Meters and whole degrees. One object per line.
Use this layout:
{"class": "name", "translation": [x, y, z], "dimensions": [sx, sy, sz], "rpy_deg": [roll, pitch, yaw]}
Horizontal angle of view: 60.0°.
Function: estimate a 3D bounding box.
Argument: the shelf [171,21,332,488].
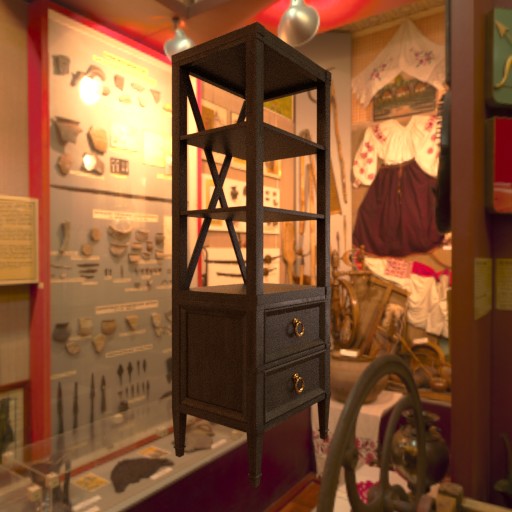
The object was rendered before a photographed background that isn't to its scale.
{"class": "shelf", "translation": [0.000, 0.000, 2.002], "dimensions": [0.472, 1.727, 0.584], "rpy_deg": [0, 0, 37]}
